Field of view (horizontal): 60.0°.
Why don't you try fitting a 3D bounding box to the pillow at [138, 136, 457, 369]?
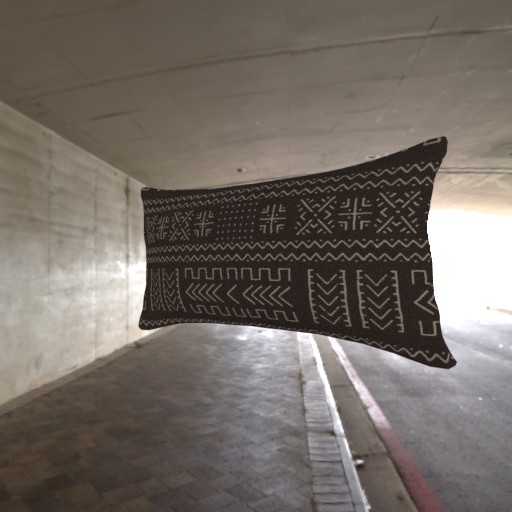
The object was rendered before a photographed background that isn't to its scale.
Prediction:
[{"bbox_3d":[0.000,0.000,0.798,0.667,0.322,0.135,-1,-2,37],"label":"pillow"}]
